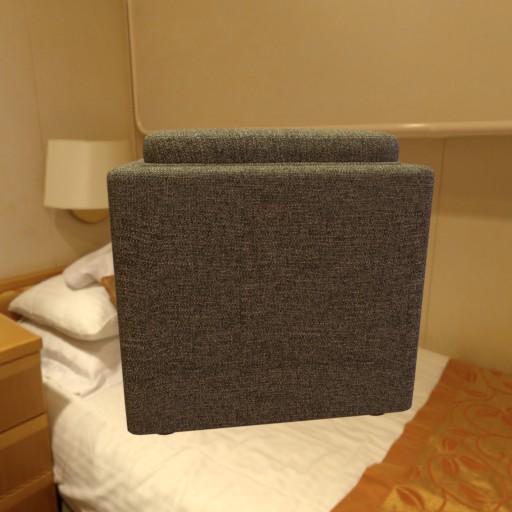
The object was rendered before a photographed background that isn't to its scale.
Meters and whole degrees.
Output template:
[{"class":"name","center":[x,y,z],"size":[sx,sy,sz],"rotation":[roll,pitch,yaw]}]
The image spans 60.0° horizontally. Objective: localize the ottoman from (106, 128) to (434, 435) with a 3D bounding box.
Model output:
[{"class":"ottoman","center":[0.000,0.000,0.838],"size":[0.450,0.460,0.450],"rotation":[-2,14,-8]}]
